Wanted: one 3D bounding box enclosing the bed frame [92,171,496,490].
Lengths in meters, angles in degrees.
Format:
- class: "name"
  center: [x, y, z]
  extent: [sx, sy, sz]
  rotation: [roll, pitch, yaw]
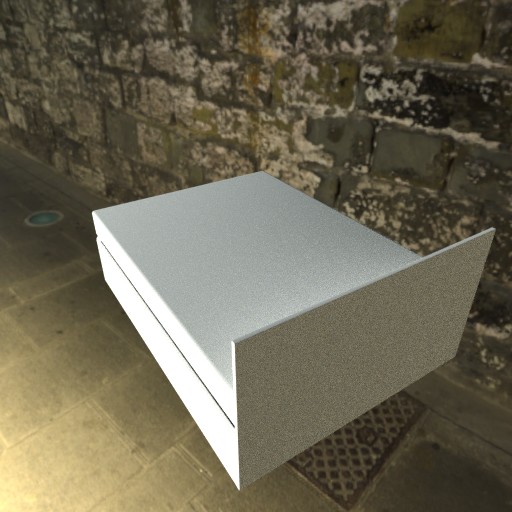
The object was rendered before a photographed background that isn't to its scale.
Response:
- class: "bed frame"
  center: [0.000, 0.000, 2.602]
  extent: [1.400, 0.800, 1.900]
  rotation: [-19, 36, -28]
